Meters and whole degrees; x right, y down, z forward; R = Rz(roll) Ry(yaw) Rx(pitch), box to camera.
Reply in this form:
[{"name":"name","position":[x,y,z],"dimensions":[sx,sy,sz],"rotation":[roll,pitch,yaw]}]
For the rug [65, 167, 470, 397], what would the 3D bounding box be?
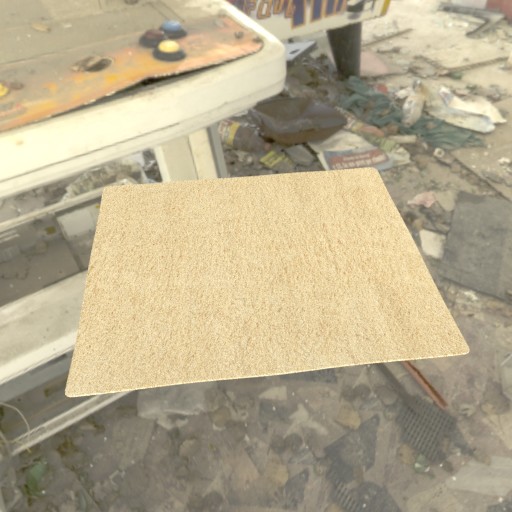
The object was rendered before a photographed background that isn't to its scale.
[{"name":"rug","position":[0.000,0.000,4.056],"dimensions":[3.001,0.025,2.401],"rotation":[-5,47,-5]}]
